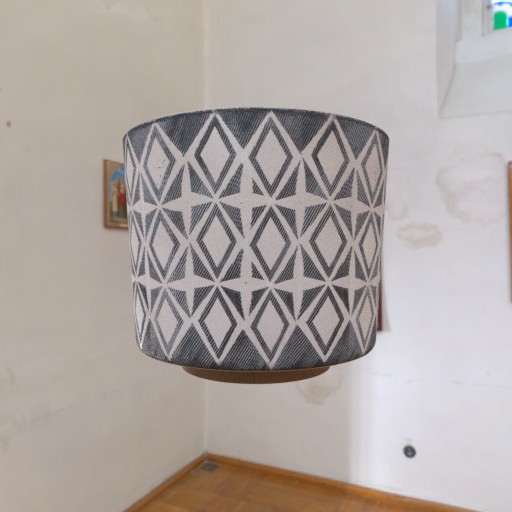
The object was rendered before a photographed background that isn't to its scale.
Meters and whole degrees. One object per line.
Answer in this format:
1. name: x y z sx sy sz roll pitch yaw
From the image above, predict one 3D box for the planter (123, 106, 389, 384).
1. planter: 0.000 0.000 0.452 0.260 0.220 0.260 0 0 0
